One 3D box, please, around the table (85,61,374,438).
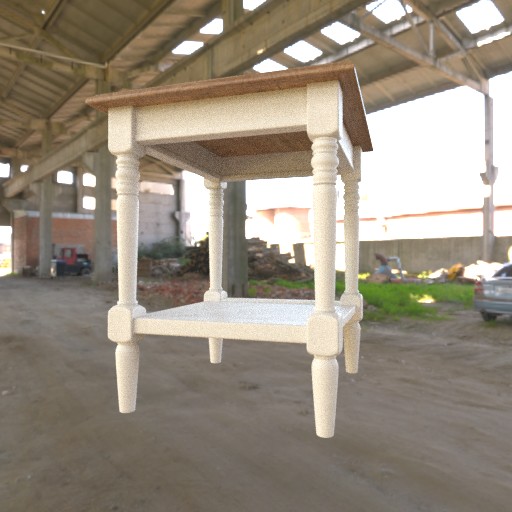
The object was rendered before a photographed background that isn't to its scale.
[{"bbox_3d":[0.000,0.000,0.936,0.457,0.561,0.508,0,-1,18],"label":"table"}]
